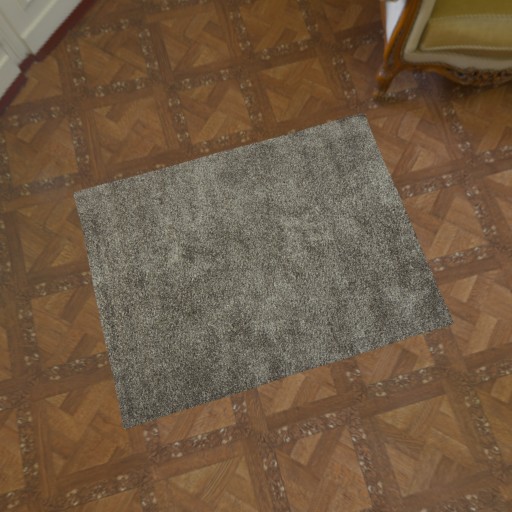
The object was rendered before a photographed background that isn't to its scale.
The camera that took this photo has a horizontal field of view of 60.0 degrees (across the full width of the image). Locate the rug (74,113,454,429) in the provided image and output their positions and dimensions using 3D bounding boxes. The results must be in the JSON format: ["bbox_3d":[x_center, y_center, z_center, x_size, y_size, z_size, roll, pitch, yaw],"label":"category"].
[{"bbox_3d":[0.000,0.000,2.201,1.601,0.025,1.198,-16,75,-5],"label":"rug"}]
